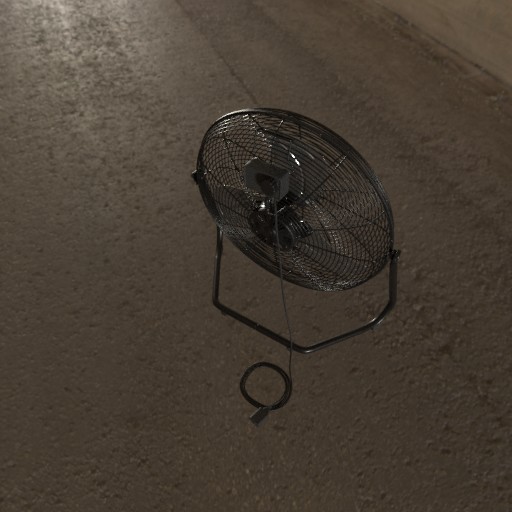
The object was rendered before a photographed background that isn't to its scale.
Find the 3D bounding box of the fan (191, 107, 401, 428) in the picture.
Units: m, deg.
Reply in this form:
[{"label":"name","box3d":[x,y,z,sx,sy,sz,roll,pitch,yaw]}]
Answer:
[{"label":"fan","box3d":[0.000,0.000,1.015,0.595,0.605,0.470,25,51,22]}]
